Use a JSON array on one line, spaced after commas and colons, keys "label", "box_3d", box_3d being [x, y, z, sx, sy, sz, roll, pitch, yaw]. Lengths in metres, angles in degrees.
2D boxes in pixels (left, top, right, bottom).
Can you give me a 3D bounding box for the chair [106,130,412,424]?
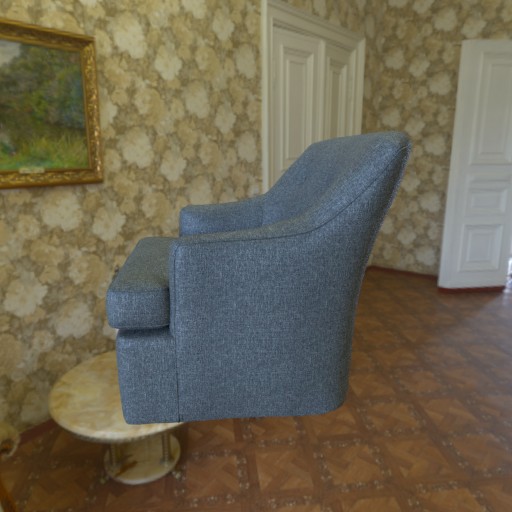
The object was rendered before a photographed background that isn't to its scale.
[{"label": "chair", "box_3d": [0.000, 0.000, 1.591, 0.923, 0.856, 0.864, -2, 13, -7]}]
